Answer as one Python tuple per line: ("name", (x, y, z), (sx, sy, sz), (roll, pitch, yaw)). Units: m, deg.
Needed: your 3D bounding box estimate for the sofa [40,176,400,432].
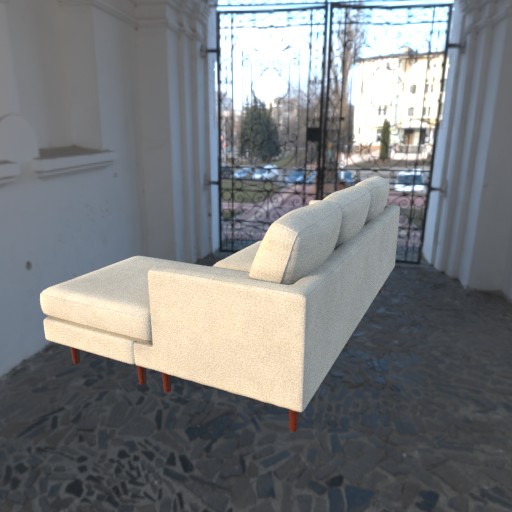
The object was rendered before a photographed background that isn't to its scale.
("sofa", (0.000, 0.000, 2.986), (1.504, 0.956, 2.233), (8, 18, 25))
